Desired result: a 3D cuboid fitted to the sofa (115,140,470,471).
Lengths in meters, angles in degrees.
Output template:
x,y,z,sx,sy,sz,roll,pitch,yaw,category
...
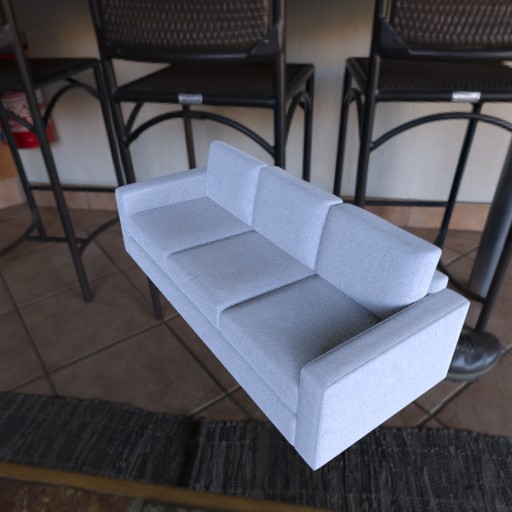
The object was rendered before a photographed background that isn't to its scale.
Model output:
x,y,z,sx,sy,sz,roll,pitch,yaw,category
0.000,0.000,2.575,0.900,0.800,2.120,-21,38,-29,sofa
